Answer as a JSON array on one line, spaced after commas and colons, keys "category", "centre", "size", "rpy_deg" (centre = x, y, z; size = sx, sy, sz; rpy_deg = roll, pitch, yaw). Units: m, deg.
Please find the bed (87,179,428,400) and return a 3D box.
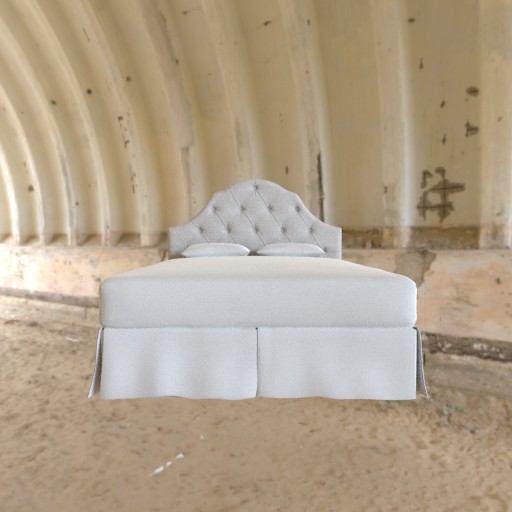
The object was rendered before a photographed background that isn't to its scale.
[{"category": "bed", "centre": [0.000, 0.000, 3.800], "size": [2.039, 1.617, 2.477], "rpy_deg": [0, 2, -1]}]
